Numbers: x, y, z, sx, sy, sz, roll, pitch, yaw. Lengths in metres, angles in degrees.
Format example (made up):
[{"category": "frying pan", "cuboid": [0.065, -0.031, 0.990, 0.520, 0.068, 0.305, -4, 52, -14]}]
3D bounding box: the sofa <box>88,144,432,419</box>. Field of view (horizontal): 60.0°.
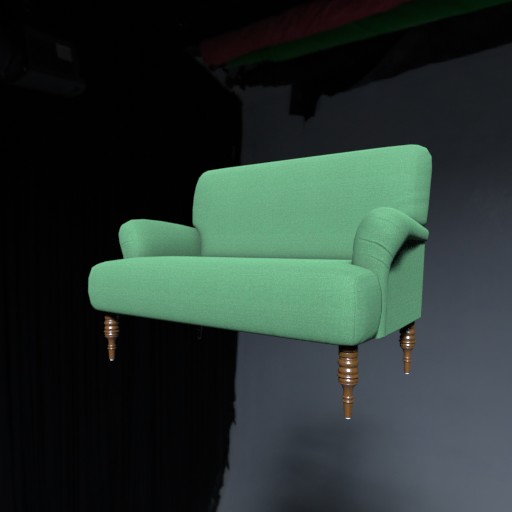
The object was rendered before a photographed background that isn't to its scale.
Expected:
[{"category": "sofa", "cuboid": [0.000, 0.000, 1.805, 1.297, 0.889, 0.779, 1, 2, 36]}]
